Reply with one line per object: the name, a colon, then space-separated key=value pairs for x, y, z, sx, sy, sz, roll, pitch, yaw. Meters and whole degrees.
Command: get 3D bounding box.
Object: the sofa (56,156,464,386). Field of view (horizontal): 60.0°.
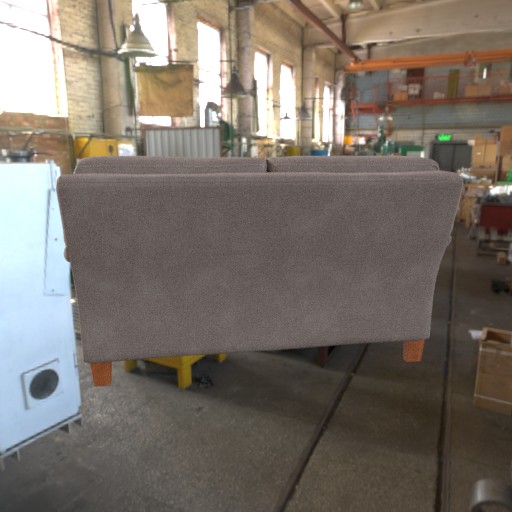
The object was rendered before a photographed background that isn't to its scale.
sofa: x=0.000 y=0.000 z=2.494 sx=1.853 sy=1.101 sz=1.084 roll=-2 pitch=13 yaw=-9
